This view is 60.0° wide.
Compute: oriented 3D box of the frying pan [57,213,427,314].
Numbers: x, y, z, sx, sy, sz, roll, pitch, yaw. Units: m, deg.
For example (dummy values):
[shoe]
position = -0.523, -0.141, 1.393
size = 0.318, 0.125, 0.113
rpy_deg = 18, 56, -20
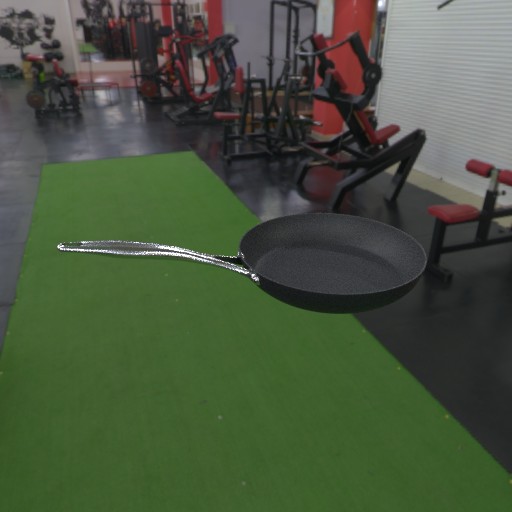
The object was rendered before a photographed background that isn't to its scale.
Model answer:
[frying pan]
position = 0.000, 0.000, 0.588
size = 0.472, 0.105, 0.255
rpy_deg = -8, 28, -16
